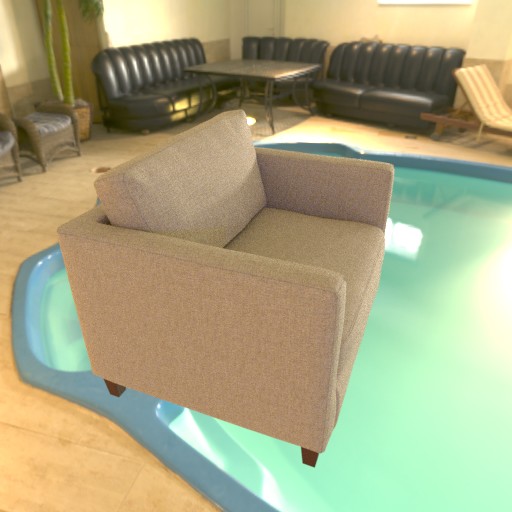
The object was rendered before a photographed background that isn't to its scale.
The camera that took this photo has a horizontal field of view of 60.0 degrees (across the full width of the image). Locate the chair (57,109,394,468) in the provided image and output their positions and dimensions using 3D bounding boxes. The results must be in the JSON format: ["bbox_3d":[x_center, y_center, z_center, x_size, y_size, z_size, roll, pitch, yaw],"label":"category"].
[{"bbox_3d":[0.000,0.000,1.810,0.959,0.961,1.107,12,32,19],"label":"chair"}]
